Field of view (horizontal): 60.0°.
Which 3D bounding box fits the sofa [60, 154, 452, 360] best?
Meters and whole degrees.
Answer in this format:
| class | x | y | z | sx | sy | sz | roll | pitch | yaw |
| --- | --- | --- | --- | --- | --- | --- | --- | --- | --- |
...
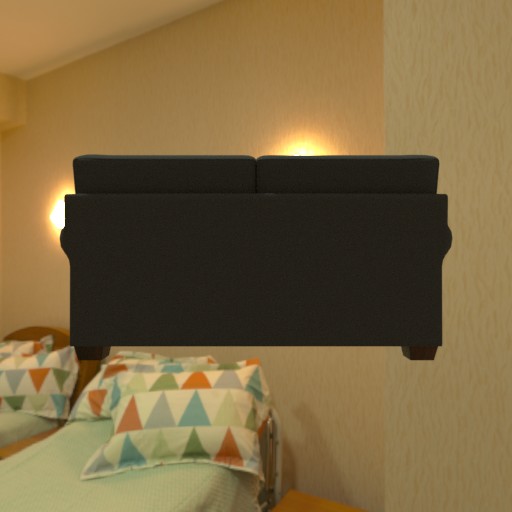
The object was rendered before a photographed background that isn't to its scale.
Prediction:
| class | x | y | z | sx | sy | sz | roll | pitch | yaw |
| --- | --- | --- | --- | --- | --- | --- | --- | --- | --- |
| sofa | 0.000 | 0.000 | 2.572 | 1.930 | 1.020 | 0.940 | 0 | -1 | 0 |
